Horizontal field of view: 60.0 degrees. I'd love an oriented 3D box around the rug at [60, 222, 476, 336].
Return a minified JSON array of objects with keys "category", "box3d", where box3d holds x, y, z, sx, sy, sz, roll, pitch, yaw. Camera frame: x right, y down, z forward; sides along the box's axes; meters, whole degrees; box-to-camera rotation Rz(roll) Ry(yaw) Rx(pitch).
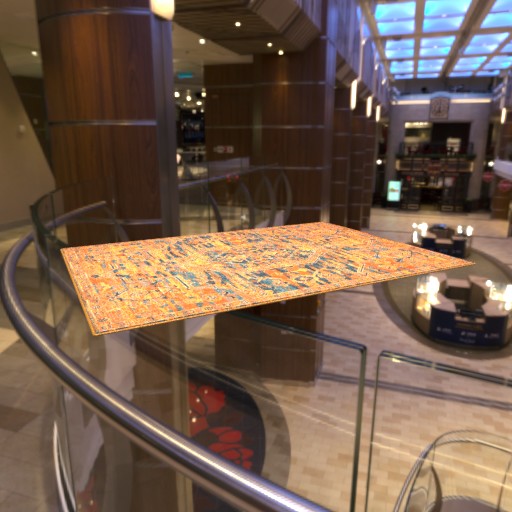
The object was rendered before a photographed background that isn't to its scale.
[{"category":"rug","box3d":[0.000,0.000,3.766,2.916,0.019,2.043,-8,17,-26]}]
